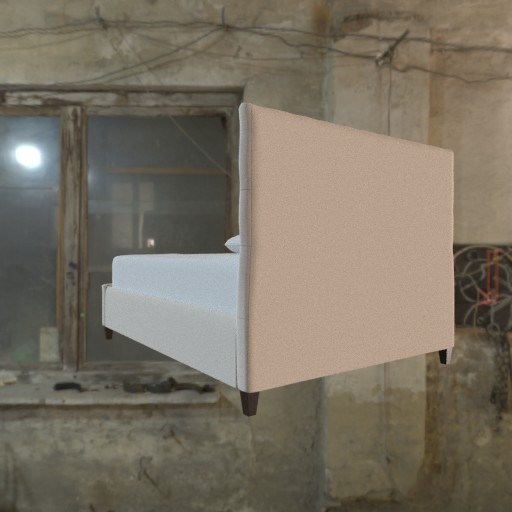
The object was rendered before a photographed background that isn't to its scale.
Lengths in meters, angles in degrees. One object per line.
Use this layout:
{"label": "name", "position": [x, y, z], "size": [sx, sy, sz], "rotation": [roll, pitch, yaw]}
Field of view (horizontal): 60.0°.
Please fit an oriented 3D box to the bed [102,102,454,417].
{"label": "bed", "position": [0.000, 0.000, 3.365], "size": [1.696, 1.426, 2.233], "rotation": [-1, 1, -35]}
